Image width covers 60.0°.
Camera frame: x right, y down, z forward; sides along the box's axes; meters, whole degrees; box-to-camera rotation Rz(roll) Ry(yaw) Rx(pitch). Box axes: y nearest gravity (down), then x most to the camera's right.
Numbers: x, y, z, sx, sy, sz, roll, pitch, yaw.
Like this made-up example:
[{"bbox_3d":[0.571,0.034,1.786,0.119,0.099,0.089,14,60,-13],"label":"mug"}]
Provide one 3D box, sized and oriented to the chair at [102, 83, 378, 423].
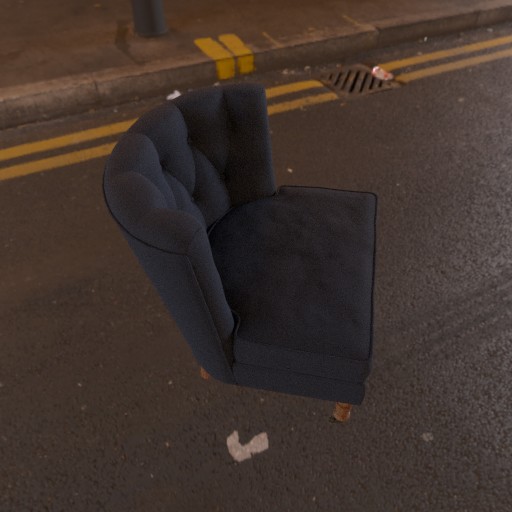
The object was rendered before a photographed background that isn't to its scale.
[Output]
[{"bbox_3d":[0.000,0.000,1.337,0.718,0.771,0.740,9,46,9],"label":"chair"}]
